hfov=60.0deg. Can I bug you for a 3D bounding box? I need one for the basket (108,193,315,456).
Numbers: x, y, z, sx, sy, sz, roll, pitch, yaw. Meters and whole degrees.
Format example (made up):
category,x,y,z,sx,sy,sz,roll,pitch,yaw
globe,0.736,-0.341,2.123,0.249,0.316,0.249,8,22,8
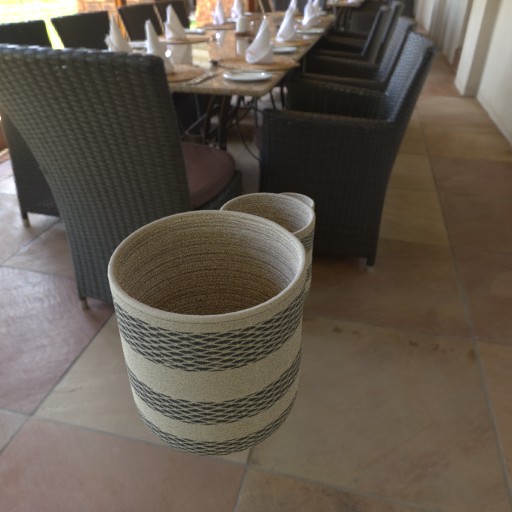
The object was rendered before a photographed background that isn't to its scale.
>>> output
category,x,y,z,sx,sy,sz,roll,pitch,yaw
basket,0.000,0.000,1.106,0.351,0.356,0.917,9,33,14
